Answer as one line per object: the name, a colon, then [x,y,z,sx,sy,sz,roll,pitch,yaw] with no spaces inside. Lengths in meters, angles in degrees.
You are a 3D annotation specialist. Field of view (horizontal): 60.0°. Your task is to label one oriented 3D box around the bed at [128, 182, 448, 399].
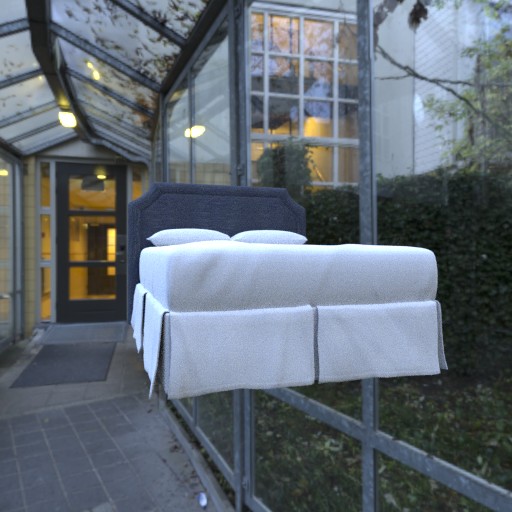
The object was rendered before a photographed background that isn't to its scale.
bed: [0.000,0.000,3.180,1.693,1.290,2.116,0,1,-18]
